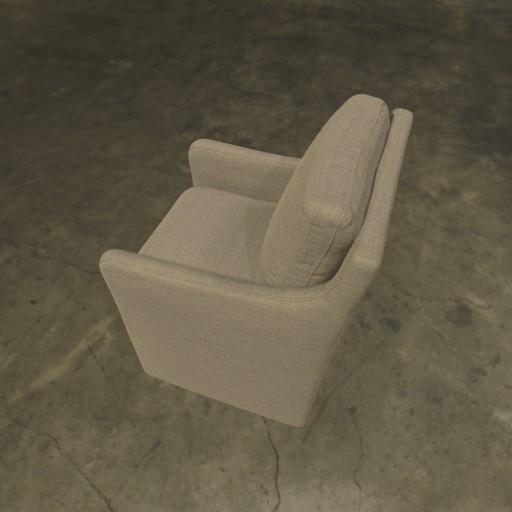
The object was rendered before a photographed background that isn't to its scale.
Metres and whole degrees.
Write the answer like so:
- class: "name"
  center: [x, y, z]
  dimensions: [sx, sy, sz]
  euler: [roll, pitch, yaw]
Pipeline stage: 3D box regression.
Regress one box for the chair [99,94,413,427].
- class: "chair"
  center: [0.000, 0.000, 1.368]
  dimensions: [0.694, 0.914, 0.626]
  euler: [15, 49, 13]
